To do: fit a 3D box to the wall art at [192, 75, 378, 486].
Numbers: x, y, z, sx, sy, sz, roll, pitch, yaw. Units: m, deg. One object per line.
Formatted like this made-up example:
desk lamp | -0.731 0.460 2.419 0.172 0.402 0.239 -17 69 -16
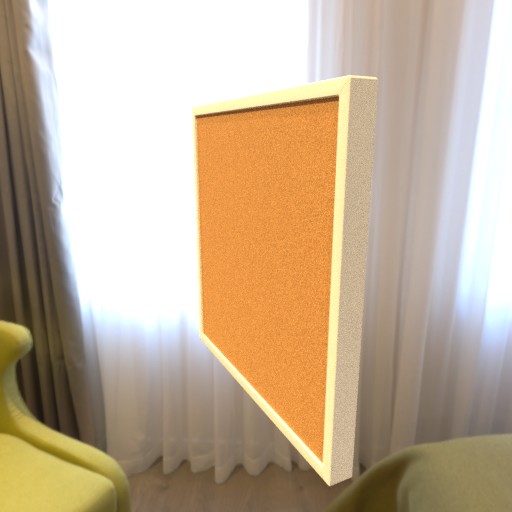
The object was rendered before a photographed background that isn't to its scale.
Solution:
wall art | 0.000 0.000 0.748 0.038 0.508 0.508 -7 16 -26
